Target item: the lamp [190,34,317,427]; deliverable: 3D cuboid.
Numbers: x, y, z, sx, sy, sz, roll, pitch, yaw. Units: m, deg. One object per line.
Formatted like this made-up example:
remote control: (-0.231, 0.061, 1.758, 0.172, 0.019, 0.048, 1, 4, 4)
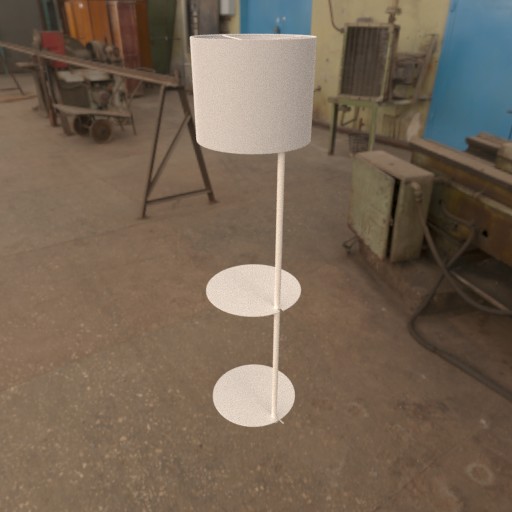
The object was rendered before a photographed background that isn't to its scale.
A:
lamp: (0.000, 0.000, 1.650, 0.372, 1.465, 0.405, -18, 33, -29)
